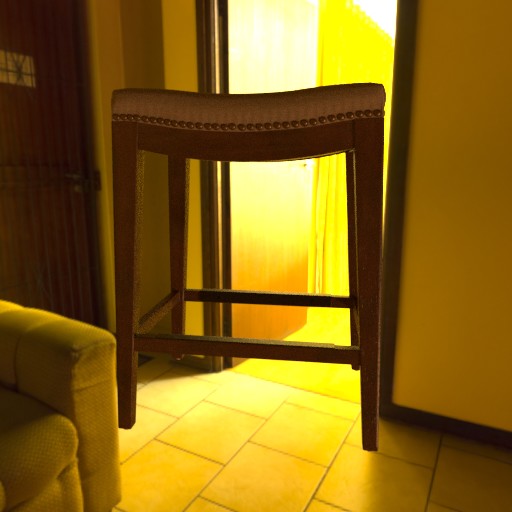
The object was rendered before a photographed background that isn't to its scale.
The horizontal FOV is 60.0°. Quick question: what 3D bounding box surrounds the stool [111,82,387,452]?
[{"bbox_3d":[0.000,0.000,0.959,0.508,0.660,0.356,2,12,8],"label":"stool"}]
